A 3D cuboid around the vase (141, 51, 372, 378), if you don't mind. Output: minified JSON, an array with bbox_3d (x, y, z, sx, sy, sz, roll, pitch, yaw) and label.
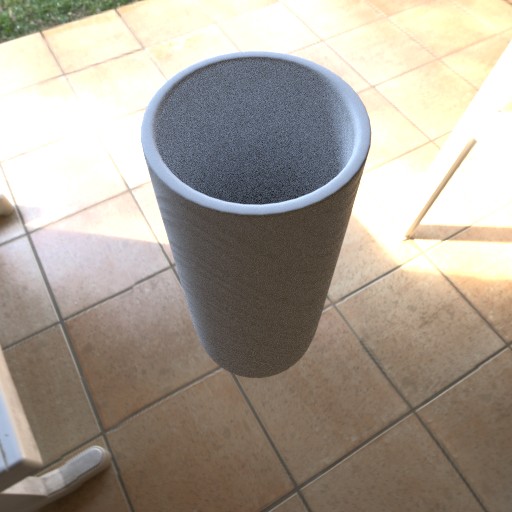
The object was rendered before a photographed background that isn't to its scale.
[{"bbox_3d":[0.000,0.000,0.400,0.143,0.316,0.143,0,59,0],"label":"vase"}]
